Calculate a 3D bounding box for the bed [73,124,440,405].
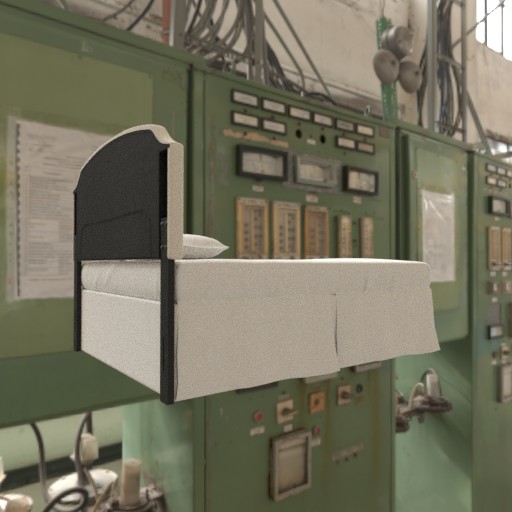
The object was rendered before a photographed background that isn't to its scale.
[{"bbox_3d":[0.000,0.000,3.005,1.999,1.270,1.558,1,-1,-36],"label":"bed"}]
